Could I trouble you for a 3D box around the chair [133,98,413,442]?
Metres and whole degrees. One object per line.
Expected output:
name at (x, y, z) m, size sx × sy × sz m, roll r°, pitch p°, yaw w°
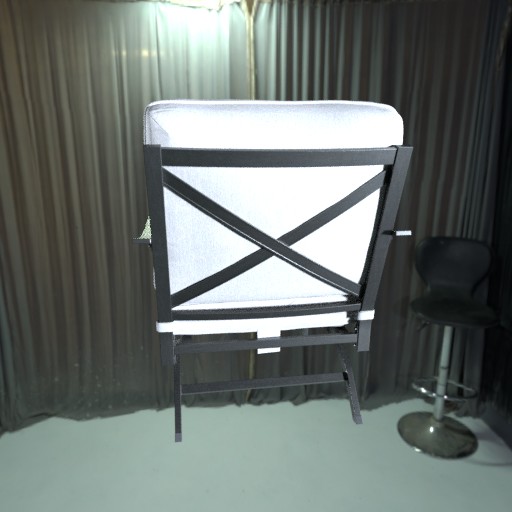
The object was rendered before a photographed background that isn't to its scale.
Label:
chair at (0.000, 0.000, 1.371) m, size 0.650 × 0.860 × 0.787 m, roll -2°, pitch 14°, yaw -9°
